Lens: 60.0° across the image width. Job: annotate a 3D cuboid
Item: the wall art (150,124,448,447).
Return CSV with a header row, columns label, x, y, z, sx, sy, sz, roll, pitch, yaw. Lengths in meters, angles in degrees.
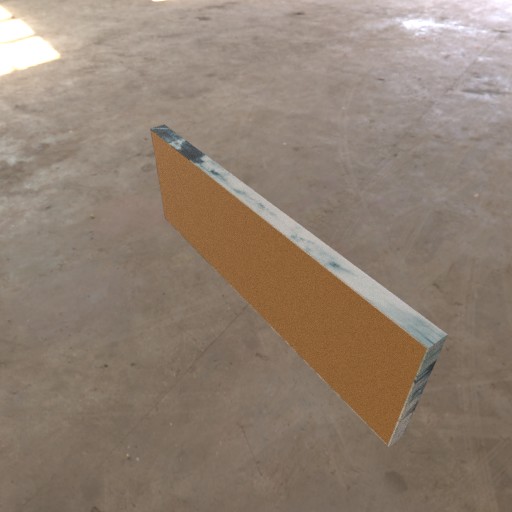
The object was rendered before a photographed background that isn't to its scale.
label,x,y,z,sx,sy,sz,roll,pitch,yaw
wall art,0.000,0.000,0.857,0.037,0.251,0.759,-26,47,-27
